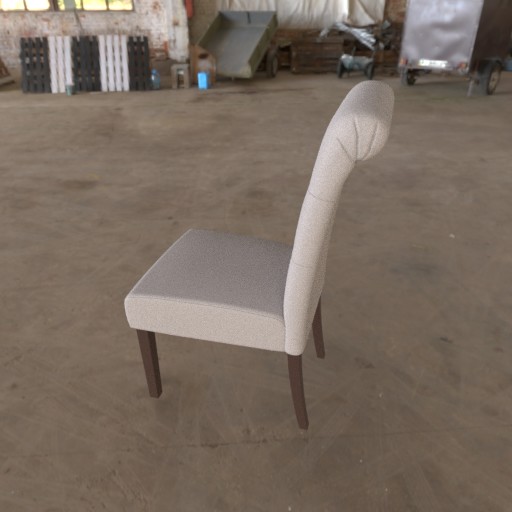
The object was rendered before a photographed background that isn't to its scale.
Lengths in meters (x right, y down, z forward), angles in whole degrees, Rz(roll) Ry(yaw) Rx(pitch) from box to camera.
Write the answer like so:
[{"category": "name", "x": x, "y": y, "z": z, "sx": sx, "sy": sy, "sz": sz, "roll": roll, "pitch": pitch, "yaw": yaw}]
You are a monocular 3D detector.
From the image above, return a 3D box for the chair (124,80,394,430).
[{"category": "chair", "x": 0.000, "y": 0.000, "z": 1.356, "sx": 0.671, "sy": 1.006, "sz": 0.456, "roll": 9, "pitch": 32, "yaw": 14}]
